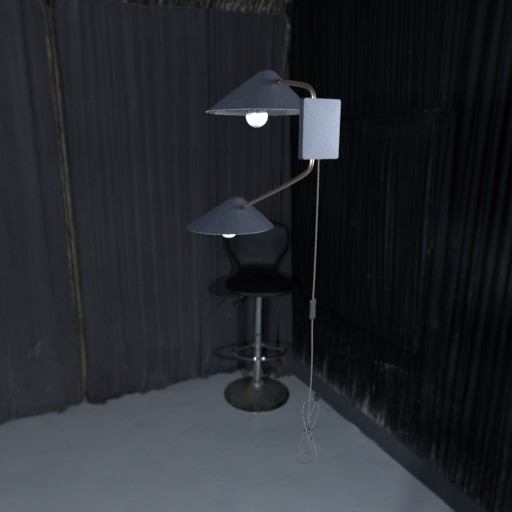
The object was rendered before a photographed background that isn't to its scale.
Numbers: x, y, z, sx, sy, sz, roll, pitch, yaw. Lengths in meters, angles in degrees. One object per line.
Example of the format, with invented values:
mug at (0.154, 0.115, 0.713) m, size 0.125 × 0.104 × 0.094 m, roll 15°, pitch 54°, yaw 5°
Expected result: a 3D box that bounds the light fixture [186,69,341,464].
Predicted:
light fixture at (0.000, 0.000, 0.863) m, size 0.189 × 0.665 × 0.422 m, roll -8°, pitch 16°, yaw -27°
